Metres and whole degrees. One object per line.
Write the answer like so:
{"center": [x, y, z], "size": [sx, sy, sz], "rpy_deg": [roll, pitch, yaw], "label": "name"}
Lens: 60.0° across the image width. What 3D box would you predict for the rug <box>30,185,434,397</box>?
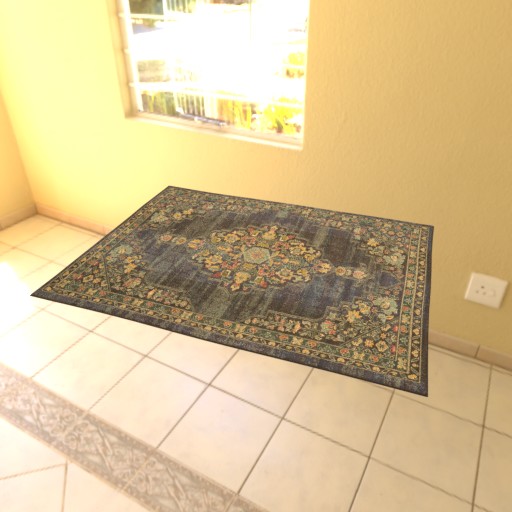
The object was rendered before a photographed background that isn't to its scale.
{"center": [0.000, 0.000, 4.784], "size": [3.612, 0.035, 2.716], "rpy_deg": [11, 34, 16], "label": "rug"}
